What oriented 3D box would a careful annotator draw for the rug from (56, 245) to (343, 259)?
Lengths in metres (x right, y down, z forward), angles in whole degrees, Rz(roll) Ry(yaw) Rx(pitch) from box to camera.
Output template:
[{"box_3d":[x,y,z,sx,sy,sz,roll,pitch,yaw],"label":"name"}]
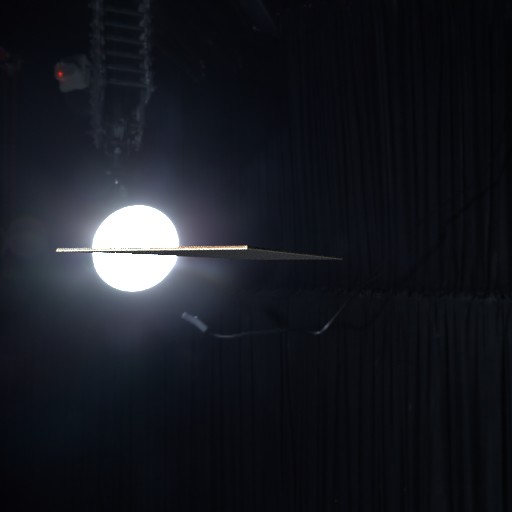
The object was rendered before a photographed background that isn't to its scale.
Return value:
[{"box_3d":[0.000,0.000,2.485,0.687,0.011,2.287,0,-1,18],"label":"rug"}]
